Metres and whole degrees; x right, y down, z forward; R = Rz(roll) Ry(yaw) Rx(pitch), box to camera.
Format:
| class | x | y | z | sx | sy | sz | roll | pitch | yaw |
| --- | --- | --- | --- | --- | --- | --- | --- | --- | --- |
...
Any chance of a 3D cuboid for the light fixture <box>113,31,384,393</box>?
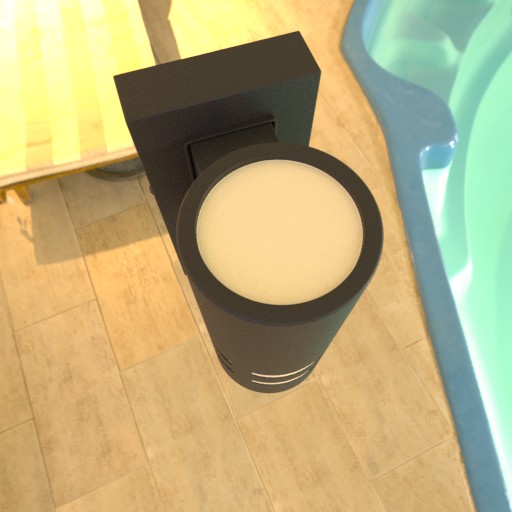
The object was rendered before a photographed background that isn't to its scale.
| class | x | y | z | sx | sy | sz | roll | pitch | yaw |
| --- | --- | --- | --- | --- | --- | --- | --- | --- | --- |
| light fixture | 0.000 | 0.000 | 0.264 | 0.098 | 0.179 | 0.138 | -17 | 67 | -8 |
